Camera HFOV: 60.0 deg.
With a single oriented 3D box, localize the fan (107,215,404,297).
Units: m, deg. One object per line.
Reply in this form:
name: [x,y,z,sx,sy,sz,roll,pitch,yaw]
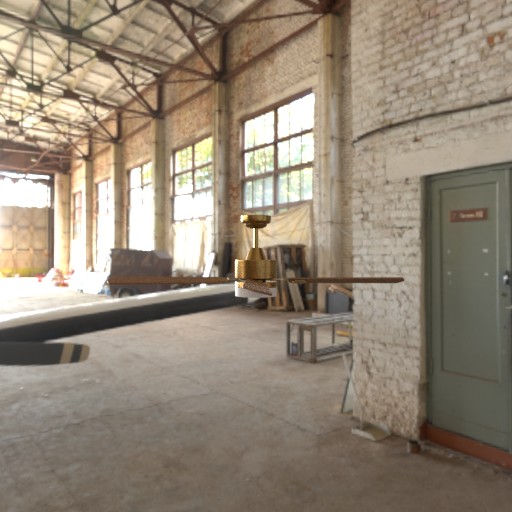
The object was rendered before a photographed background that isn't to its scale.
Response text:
fan: [0.000,0.000,1.975,1.320,0.355,1.320,0,0,0]
